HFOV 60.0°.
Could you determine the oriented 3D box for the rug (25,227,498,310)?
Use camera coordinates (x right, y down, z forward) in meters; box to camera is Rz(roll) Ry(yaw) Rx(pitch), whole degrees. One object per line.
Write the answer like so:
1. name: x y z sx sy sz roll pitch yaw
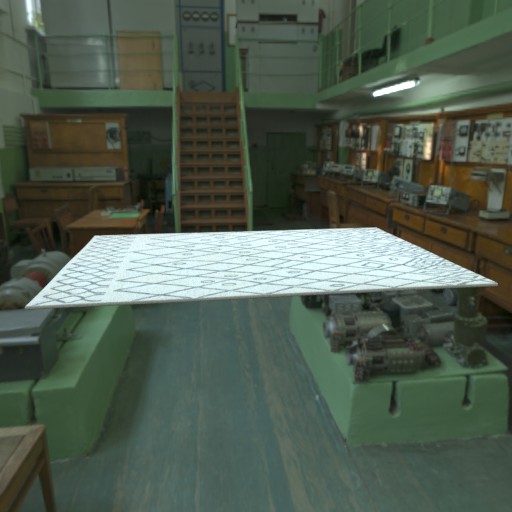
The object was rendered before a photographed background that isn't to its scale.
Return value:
1. rug: 0.000 0.000 2.270 1.828 0.015 1.222 -2 15 -8
